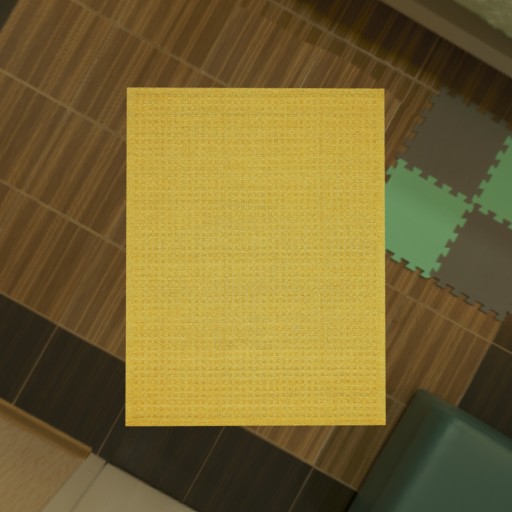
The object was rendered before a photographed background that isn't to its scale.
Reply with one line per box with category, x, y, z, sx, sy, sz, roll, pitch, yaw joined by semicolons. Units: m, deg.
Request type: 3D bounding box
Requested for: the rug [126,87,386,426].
rug;0.000;0.000;4.264;2.486;0.015;3.242;0;89;-1
